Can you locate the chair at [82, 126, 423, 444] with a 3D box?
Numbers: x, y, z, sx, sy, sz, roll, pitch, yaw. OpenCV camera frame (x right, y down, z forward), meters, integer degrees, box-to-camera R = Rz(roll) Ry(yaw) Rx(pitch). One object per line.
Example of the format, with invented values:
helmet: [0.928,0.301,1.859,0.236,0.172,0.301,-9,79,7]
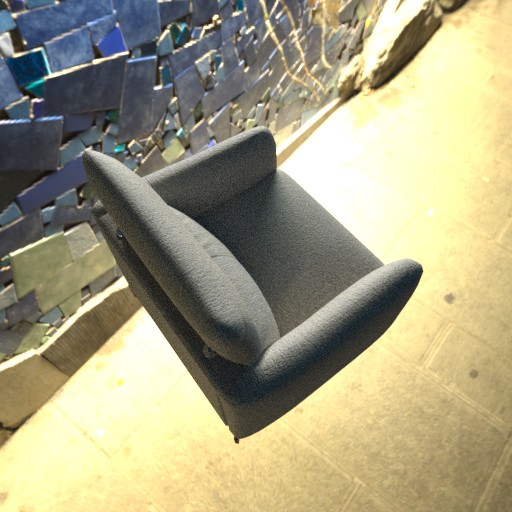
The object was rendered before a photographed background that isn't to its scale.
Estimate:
chair: [0.000,0.000,1.656,0.835,0.967,0.972,-33,63,-19]
